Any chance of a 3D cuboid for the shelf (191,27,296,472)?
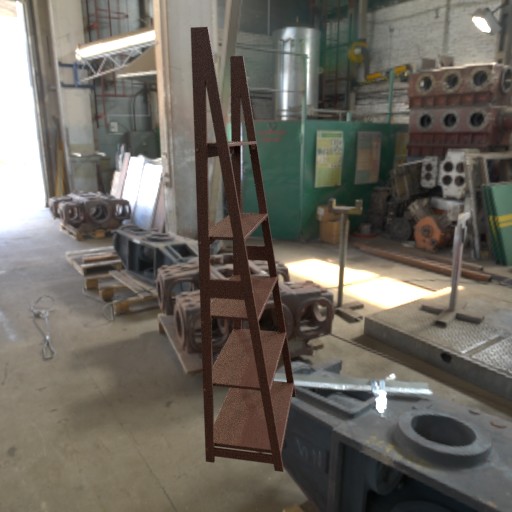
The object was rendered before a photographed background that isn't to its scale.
[{"bbox_3d":[0.000,0.000,2.008,0.350,1.770,0.600,3,15,10],"label":"shelf"}]
